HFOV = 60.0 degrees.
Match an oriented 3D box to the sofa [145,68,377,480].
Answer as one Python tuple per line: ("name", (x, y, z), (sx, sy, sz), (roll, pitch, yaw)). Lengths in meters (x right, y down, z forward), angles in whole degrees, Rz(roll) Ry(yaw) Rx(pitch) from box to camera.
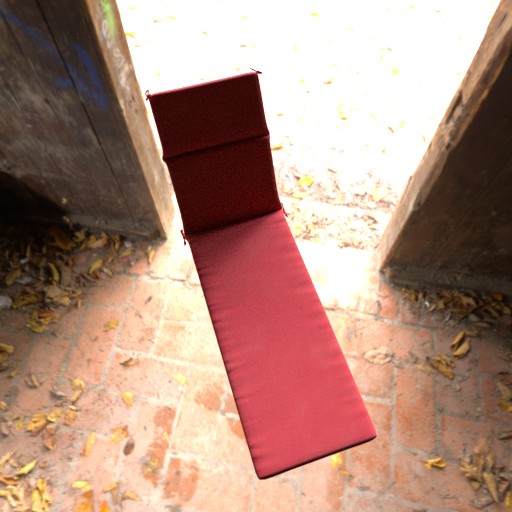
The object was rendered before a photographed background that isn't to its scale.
("sofa", (0.000, 0.000, 1.928), (0.582, 0.622, 1.663), (-16, 63, -8))
